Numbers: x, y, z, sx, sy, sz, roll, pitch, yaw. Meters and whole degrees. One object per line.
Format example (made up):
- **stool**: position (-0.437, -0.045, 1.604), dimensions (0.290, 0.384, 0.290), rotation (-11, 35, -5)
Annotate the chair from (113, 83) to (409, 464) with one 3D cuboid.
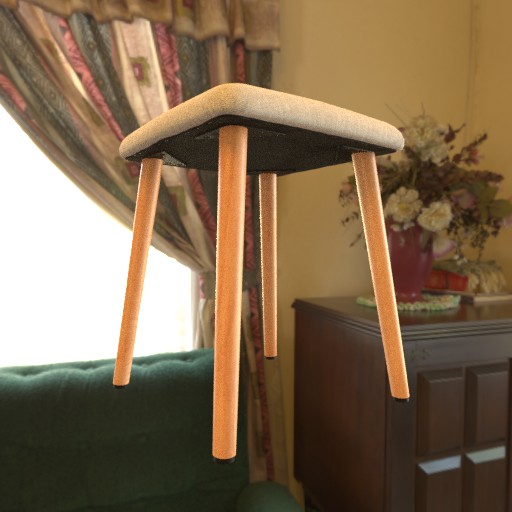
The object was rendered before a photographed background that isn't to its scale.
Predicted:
- **chair**: position (0.000, 0.000, 0.707), dimensions (0.350, 0.440, 0.350), rotation (-1, 1, -37)
